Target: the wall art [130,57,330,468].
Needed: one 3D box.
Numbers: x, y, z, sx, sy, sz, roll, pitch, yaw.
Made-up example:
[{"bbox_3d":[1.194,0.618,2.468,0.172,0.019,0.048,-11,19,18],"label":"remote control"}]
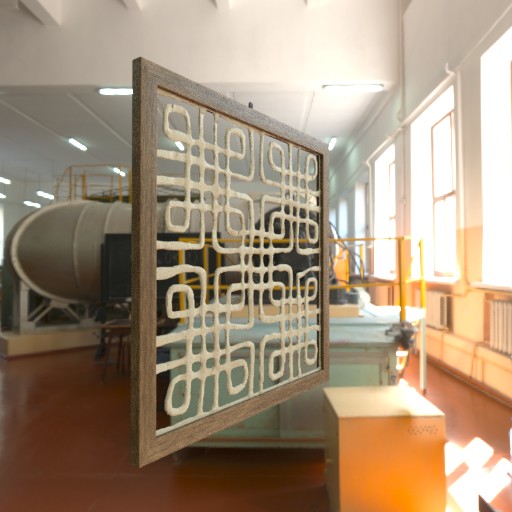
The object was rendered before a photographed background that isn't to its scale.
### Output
[{"bbox_3d":[0.000,0.000,0.834,0.021,0.582,0.561,-1,-1,36],"label":"wall art"}]
